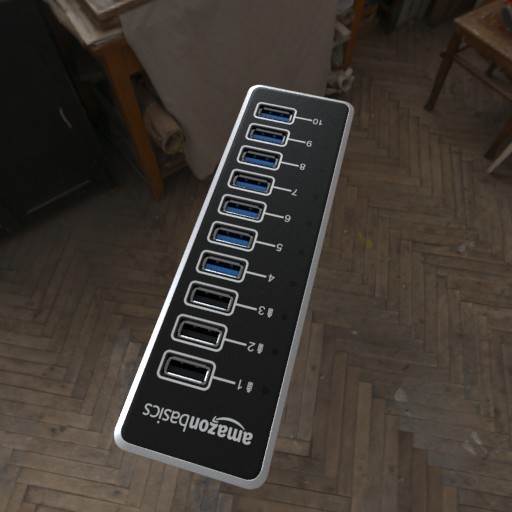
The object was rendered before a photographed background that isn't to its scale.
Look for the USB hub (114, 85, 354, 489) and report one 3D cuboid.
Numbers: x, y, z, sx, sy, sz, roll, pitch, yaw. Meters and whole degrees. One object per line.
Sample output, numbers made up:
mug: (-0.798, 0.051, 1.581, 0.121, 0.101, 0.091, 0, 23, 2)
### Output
USB hub: (0.000, 0.000, 0.160, 0.044, 0.023, 0.145, 14, 64, 7)
